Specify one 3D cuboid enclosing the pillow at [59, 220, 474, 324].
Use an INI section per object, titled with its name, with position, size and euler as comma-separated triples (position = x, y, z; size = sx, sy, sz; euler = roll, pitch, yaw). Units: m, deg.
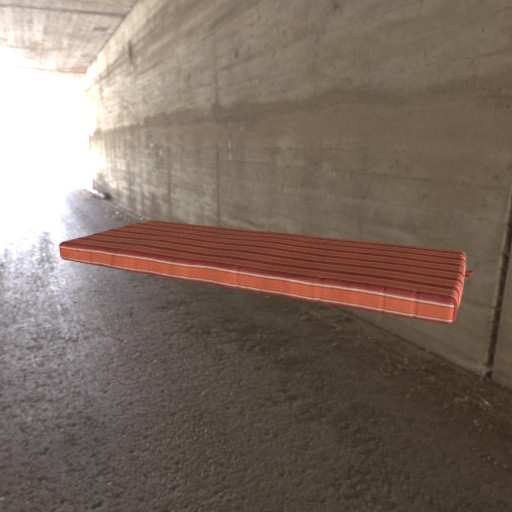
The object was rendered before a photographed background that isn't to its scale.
[pillow]
position = 0.000, 0.000, 1.343
size = 1.187, 0.081, 0.492
euler = 7, 16, 26
